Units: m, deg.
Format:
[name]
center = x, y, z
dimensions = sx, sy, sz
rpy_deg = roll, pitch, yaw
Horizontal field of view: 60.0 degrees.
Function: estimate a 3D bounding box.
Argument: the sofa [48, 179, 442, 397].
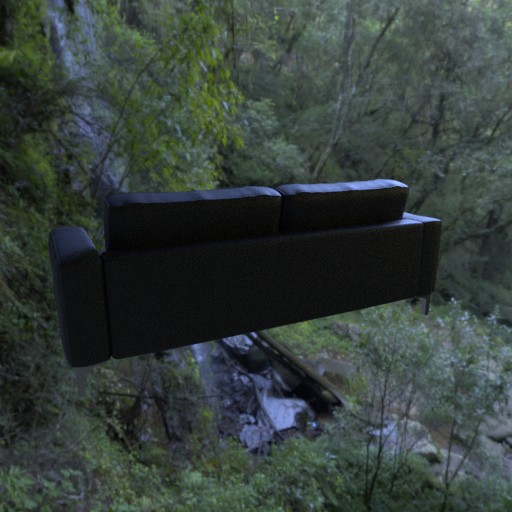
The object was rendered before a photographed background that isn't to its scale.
[sofa]
center = 0.000, 0.000, 2.714
dimensions = 2.275, 0.893, 0.833
rpy_deg = -7, 17, -25
